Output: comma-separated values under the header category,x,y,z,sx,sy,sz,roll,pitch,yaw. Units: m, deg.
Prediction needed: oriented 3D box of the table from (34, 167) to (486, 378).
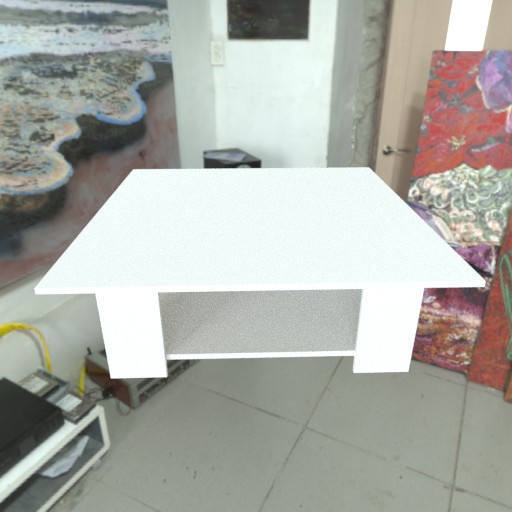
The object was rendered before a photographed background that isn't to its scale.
category,x,y,z,sx,sy,sz,roll,pitch,yaw
table,0.000,0.000,1.338,0.890,0.305,0.890,-1,26,-2
